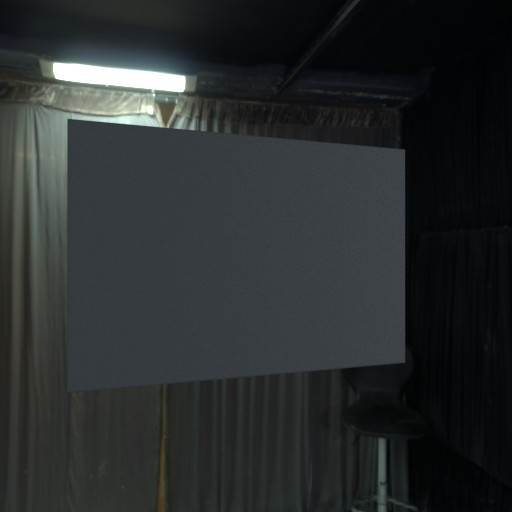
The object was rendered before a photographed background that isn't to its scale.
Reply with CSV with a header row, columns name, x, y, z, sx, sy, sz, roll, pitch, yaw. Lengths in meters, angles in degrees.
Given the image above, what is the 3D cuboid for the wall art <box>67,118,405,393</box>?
name,x,y,z,sx,sy,sz,roll,pitch,yaw
wall art,0.000,0.000,1.229,0.964,0.659,0.049,0,0,-17
